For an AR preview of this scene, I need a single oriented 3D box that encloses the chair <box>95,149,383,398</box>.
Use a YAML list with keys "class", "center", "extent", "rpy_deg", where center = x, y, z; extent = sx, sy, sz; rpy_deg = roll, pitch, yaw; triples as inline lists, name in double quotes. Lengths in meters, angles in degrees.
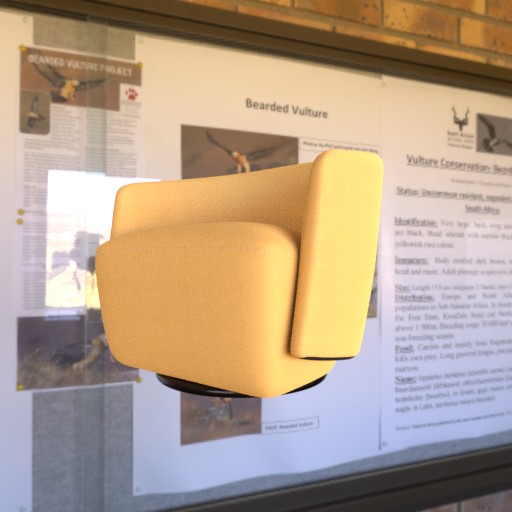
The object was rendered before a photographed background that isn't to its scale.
- class: "chair"
  center: [0.000, 0.000, 1.382]
  extent: [0.773, 0.698, 0.767]
  rpy_deg: [0, 0, 38]
